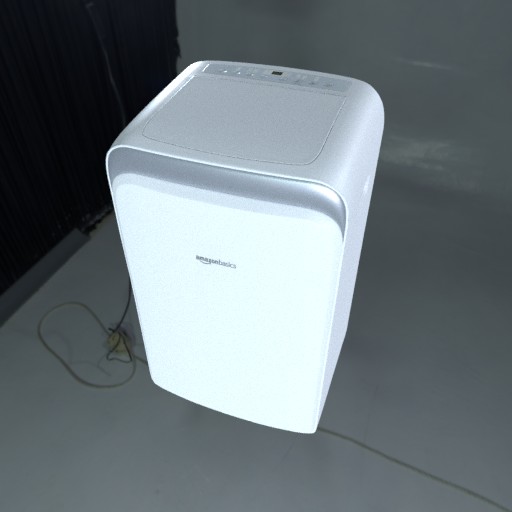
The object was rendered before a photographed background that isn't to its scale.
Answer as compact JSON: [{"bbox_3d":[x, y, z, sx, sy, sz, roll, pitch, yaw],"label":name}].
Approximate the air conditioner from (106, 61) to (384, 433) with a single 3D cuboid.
[{"bbox_3d":[0.000,0.000,1.049,0.478,0.765,0.467,13,44,14],"label":"air conditioner"}]
